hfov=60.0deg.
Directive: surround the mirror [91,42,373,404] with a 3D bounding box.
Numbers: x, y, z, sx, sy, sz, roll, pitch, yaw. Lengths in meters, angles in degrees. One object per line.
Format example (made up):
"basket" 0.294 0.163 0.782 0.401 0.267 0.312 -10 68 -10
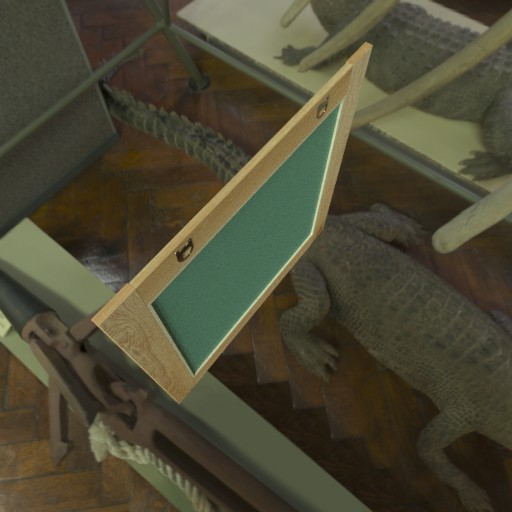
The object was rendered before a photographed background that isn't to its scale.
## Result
"mirror" 0.000 0.000 1.178 0.020 0.800 0.800 35 69 16
